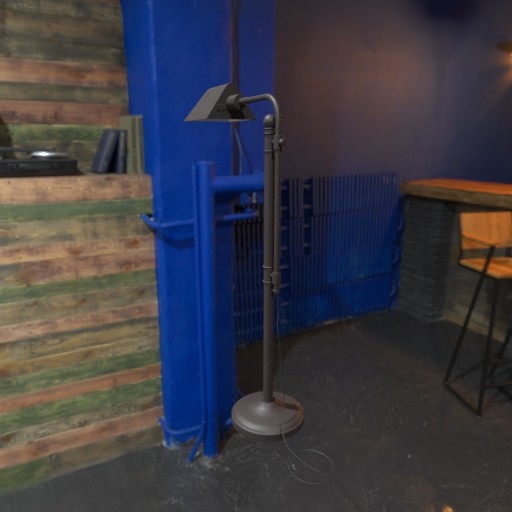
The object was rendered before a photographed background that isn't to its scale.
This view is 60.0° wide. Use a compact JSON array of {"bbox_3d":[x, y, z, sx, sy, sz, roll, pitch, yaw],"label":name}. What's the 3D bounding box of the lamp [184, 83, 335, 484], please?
[{"bbox_3d":[0.000,0.000,0.934,0.159,0.708,0.545,-7,16,-26],"label":"lamp"}]
